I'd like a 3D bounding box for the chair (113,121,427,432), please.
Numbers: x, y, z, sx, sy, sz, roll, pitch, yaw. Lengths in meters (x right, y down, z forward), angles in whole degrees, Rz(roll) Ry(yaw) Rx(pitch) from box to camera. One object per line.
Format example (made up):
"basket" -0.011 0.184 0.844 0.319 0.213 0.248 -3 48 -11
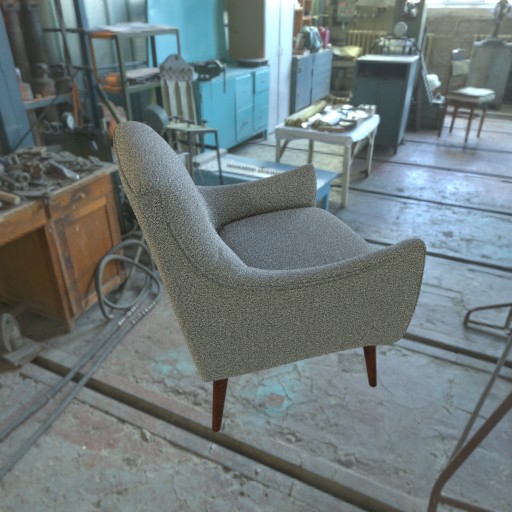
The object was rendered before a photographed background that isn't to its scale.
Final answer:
"chair" 0.000 0.000 1.478 0.787 0.838 0.762 -10 31 -17
